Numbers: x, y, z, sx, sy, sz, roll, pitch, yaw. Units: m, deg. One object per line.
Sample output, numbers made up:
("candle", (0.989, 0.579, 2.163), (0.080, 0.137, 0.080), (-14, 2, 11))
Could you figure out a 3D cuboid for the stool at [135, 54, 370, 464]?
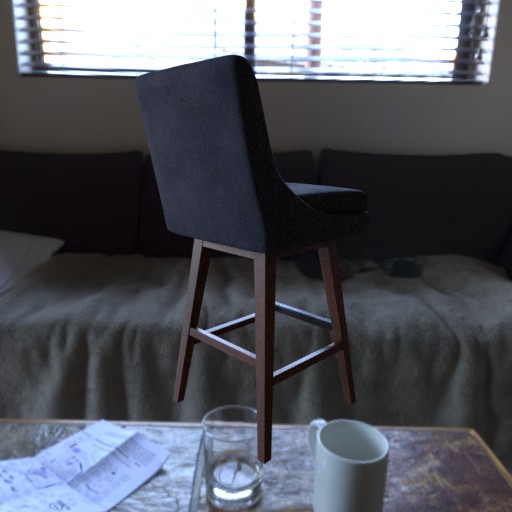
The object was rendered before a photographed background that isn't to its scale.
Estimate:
("stool", (0.000, 0.000, 1.403), (0.572, 1.068, 0.489), (-13, 19, -43))
